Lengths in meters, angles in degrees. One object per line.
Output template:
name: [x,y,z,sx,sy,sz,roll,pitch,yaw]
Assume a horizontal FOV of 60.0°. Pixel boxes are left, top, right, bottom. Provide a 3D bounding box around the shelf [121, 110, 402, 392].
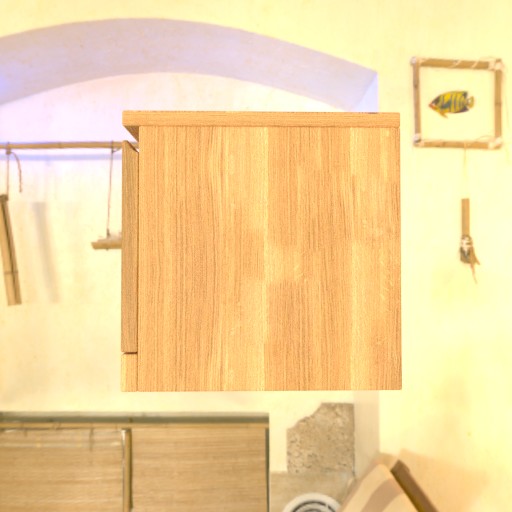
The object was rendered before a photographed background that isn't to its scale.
shelf: [0.000,0.000,1.031,0.400,0.400,0.800,0,-1,-1]
